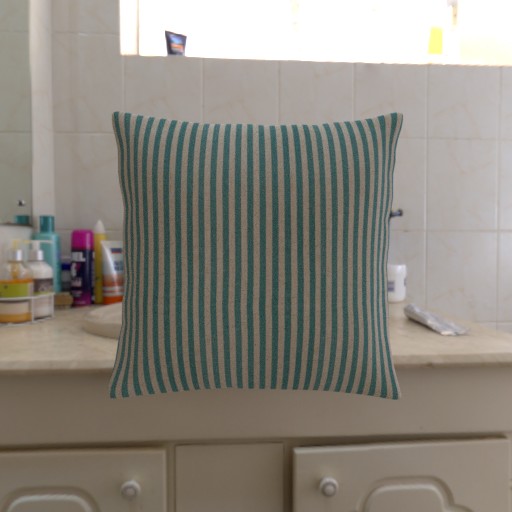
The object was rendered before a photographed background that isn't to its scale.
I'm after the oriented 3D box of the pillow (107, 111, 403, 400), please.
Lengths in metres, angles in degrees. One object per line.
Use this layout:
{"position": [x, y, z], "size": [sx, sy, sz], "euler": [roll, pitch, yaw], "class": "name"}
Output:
{"position": [0.000, 0.000, 0.785], "size": [0.523, 0.510, 0.166], "euler": [0, 1, -1], "class": "pillow"}
